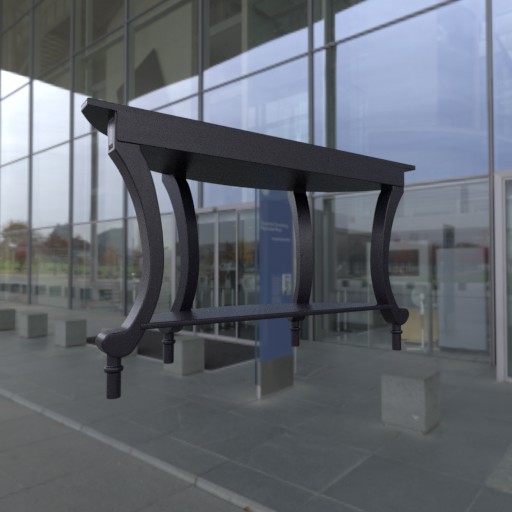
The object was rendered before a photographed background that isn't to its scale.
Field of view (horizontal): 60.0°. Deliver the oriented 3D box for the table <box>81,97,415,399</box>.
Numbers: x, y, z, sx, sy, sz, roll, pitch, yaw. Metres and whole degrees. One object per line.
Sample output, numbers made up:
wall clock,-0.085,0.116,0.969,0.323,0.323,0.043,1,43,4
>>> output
table,0.000,0.000,1.493,1.198,0.692,0.394,1,-2,-35
